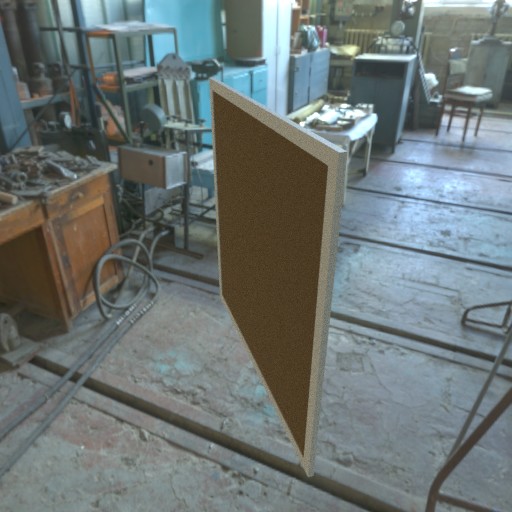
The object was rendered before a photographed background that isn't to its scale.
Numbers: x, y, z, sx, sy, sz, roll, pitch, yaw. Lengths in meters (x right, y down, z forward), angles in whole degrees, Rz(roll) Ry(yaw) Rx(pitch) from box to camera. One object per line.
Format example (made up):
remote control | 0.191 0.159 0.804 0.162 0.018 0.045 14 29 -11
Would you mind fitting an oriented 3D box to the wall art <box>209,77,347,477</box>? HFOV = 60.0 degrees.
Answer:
wall art | 0.000 0.000 1.221 0.015 0.812 0.812 -10 31 -17
